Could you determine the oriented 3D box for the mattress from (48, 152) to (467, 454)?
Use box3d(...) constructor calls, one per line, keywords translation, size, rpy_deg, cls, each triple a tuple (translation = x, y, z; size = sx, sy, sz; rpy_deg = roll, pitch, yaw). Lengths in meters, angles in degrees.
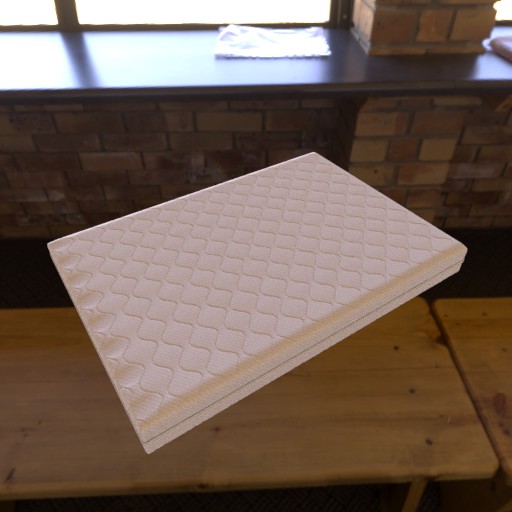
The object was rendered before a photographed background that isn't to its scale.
box3d(translation=(0.000, 0.000, 2.599), size=(2.000, 0.200, 1.400), rpy_deg=(-24, 46, -25), cls="mattress")
